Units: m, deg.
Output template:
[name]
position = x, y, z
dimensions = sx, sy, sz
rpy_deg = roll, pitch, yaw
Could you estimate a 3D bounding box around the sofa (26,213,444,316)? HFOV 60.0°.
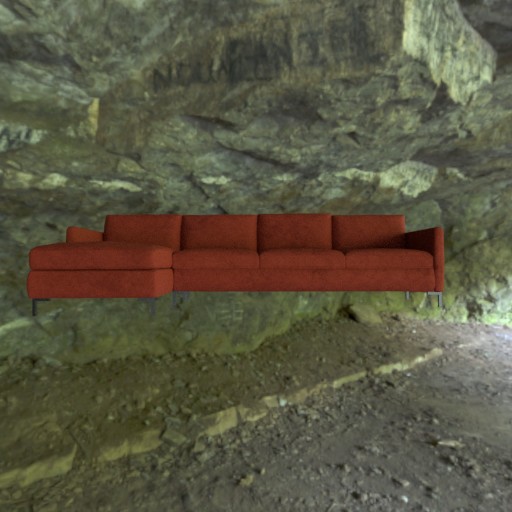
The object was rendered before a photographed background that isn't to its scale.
[sofa]
position = 0.000, 0.000, 2.922
dimensions = 2.467, 0.663, 1.136
rpy_deg = 0, -1, -1
